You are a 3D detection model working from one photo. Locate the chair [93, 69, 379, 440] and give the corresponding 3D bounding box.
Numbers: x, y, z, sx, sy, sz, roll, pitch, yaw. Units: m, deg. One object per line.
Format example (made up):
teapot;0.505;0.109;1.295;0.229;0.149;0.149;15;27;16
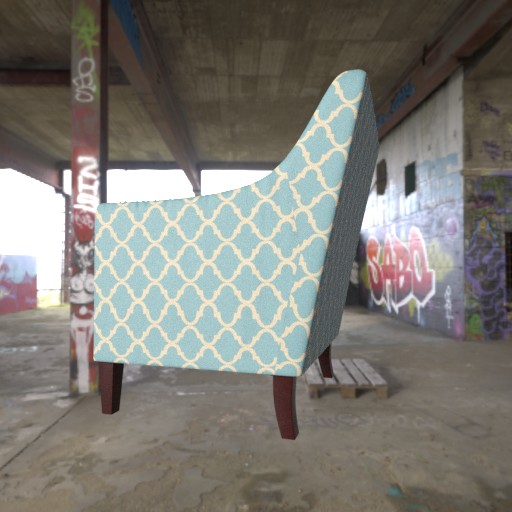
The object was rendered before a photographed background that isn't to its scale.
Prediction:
chair;0.000;0.000;1.315;0.686;0.817;0.617;0;-1;18
